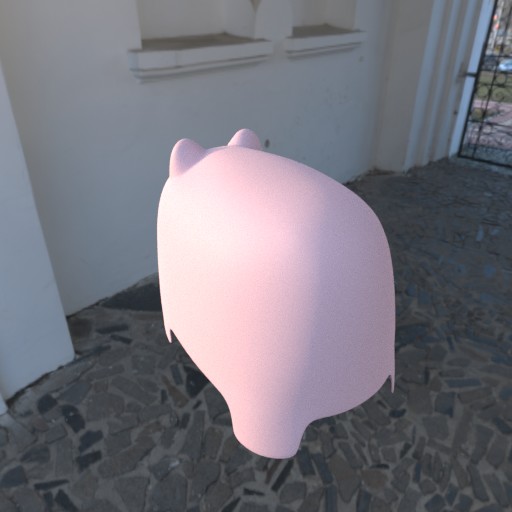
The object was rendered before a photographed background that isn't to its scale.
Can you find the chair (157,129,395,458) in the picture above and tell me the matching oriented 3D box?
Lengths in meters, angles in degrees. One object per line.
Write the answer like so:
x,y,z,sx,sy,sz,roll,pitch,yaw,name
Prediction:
0.000,0.000,0.881,0.364,0.423,0.619,-19,35,-29,chair
